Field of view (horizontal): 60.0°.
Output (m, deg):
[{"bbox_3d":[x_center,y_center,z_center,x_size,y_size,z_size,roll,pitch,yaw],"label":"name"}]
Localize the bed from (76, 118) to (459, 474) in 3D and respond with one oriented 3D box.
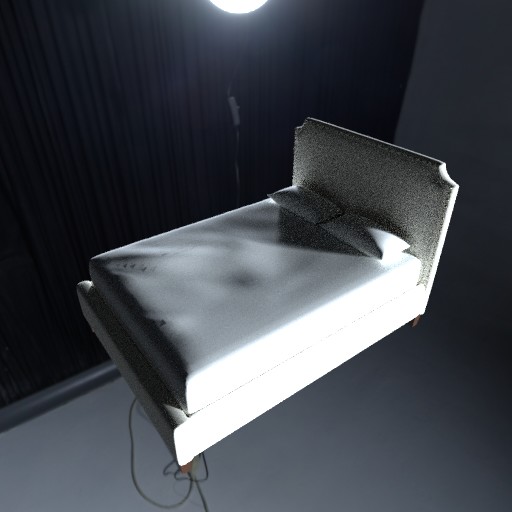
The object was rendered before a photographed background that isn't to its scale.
[{"bbox_3d":[0.000,0.000,3.429,2.365,1.443,1.712,-22,39,-30],"label":"bed"}]
